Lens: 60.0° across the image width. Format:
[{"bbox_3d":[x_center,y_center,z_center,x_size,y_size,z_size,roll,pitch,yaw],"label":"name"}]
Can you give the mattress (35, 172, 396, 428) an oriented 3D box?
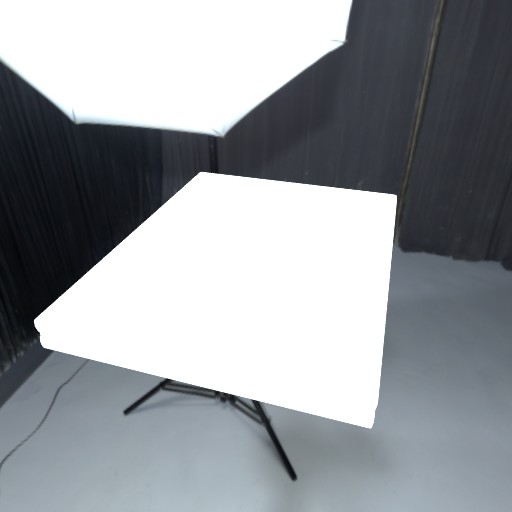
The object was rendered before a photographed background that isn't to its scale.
[{"bbox_3d":[0.000,0.000,2.758,1.600,0.200,2.000,9,33,14],"label":"mattress"}]
